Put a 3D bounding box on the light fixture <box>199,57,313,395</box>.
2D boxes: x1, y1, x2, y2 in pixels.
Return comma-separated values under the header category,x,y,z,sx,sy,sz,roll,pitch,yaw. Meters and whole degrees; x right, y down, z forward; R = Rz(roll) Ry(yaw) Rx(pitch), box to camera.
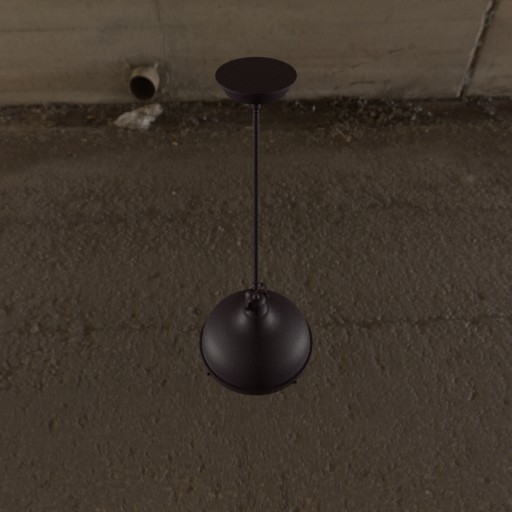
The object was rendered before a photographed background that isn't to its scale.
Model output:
category,x,y,z,sx,sy,sz,roll,pitch,yaw
light fixture,0.000,0.000,1.016,0.341,0.849,0.341,-31,54,-26
